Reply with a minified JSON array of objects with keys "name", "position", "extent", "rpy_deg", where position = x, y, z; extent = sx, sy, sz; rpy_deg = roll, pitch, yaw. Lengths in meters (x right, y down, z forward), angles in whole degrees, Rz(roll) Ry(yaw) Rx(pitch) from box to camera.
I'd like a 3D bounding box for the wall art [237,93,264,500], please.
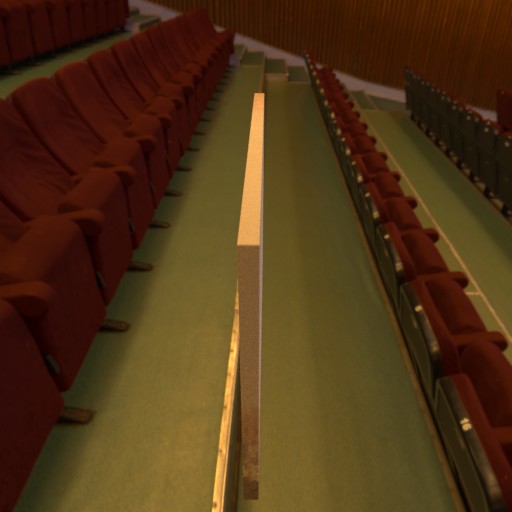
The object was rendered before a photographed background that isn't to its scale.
[{"name":"wall art","position":[0.000,0.000,1.416],"extent":[0.041,0.758,1.142],"rpy_deg":[1,32,1]}]
